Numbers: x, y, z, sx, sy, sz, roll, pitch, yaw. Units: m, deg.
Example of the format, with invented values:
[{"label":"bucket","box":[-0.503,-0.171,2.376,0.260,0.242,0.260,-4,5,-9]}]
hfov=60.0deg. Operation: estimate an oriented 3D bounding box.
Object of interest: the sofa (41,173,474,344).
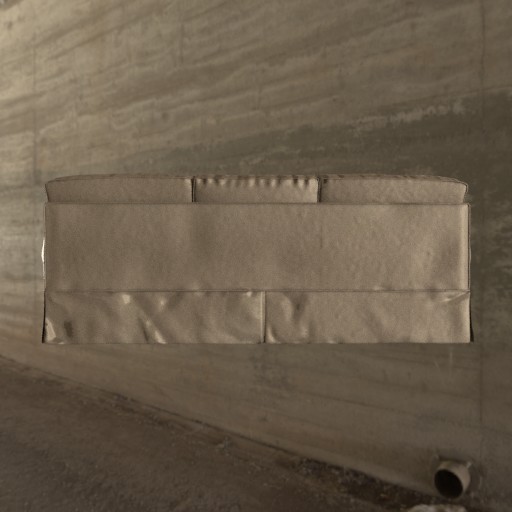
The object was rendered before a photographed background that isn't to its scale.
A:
[{"label":"sofa","box":[0.000,0.000,3.308,2.475,0.978,1.733,0,0,-1]}]
